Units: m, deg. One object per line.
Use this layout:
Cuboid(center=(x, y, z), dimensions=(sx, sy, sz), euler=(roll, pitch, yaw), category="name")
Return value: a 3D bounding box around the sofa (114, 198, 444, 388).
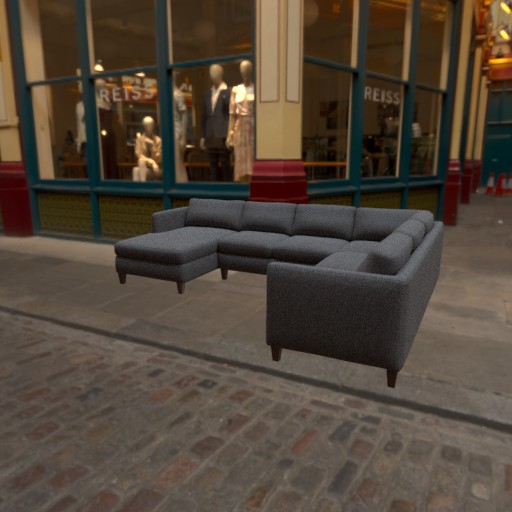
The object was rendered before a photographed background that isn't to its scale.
Cuboid(center=(0.000, 0.000, 4.385), dimensions=(3.238, 0.853, 2.551), euler=(7, 15, 26), category="sofa")
